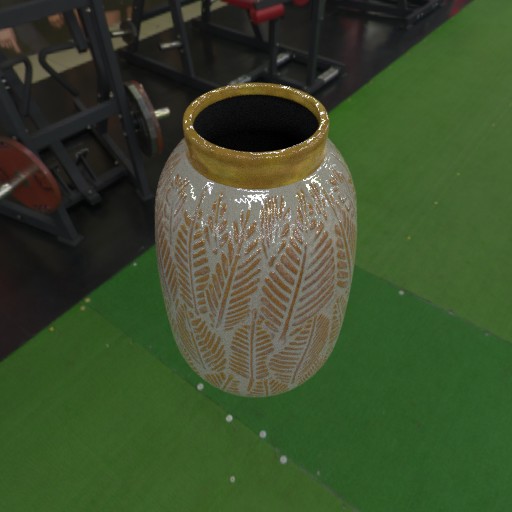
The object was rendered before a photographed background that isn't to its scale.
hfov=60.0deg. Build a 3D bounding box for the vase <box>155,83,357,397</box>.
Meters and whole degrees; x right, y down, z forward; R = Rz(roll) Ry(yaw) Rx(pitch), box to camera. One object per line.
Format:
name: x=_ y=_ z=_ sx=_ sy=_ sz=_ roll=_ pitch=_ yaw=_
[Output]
vase: x=0.000 y=0.000 z=0.390 sx=0.172 sy=0.270 sz=0.172 roll=0 pitch=47 yaw=0
